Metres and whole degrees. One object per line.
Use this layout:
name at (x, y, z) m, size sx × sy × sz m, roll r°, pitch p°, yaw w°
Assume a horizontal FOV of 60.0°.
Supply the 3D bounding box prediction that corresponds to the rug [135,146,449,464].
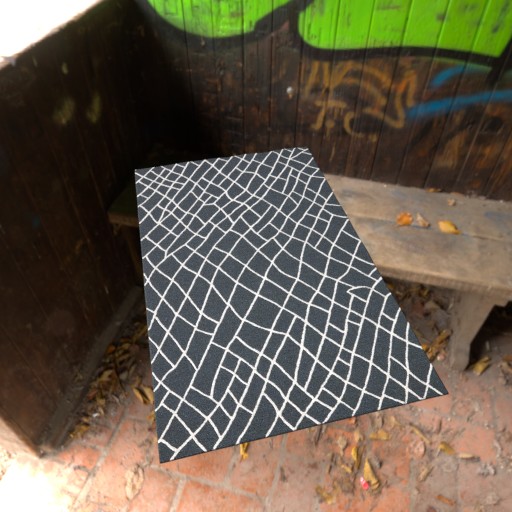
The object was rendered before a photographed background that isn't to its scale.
rug at (0.000, 0.000, 3.052) m, size 1.529 × 0.017 × 2.448 m, roll -10°, pitch 47°, yaw -9°
